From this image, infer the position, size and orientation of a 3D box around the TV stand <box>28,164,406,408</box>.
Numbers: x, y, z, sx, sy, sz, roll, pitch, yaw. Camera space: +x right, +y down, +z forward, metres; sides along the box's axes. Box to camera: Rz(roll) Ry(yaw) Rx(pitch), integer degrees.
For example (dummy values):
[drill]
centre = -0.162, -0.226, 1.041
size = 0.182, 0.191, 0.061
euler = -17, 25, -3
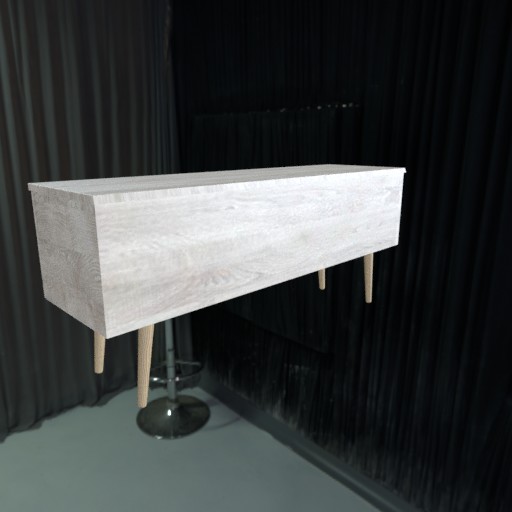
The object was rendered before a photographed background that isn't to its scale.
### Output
[TV stand]
centre = 0.000, 0.000, 1.548
size = 1.313, 0.565, 0.401
euler = -14, 20, -43
